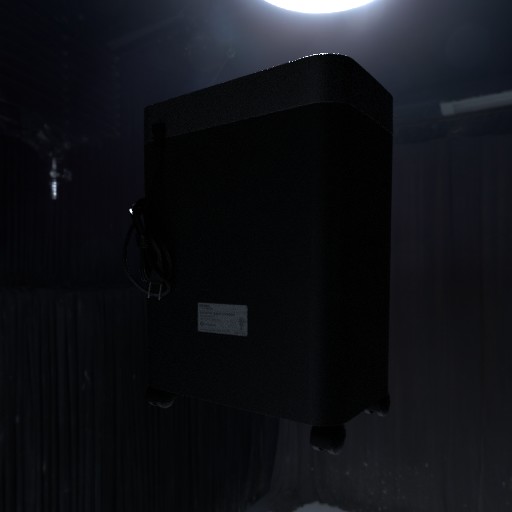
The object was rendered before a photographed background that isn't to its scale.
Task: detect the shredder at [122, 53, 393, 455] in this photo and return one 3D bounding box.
[{"bbox_3d":[0.000,0.000,0.588,0.311,0.419,0.237,-1,-1,36],"label":"shredder"}]
